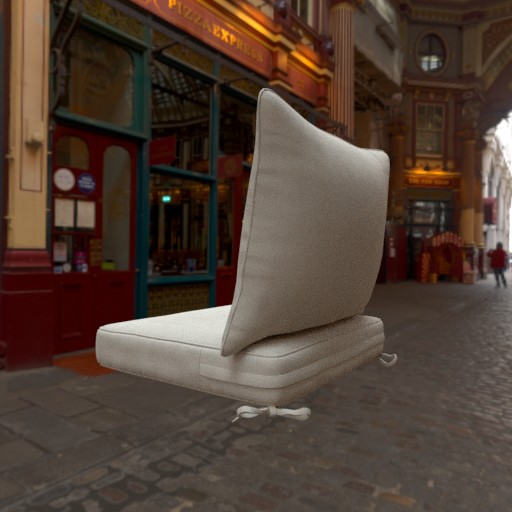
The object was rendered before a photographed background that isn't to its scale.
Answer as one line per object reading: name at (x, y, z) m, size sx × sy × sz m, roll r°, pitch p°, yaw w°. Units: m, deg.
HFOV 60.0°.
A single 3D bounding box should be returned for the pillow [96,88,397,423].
pillow at (0.000, 0.000, 1.390) m, size 0.733 × 0.716 × 0.798 m, roll 0°, pitch 1°, yaw 35°
